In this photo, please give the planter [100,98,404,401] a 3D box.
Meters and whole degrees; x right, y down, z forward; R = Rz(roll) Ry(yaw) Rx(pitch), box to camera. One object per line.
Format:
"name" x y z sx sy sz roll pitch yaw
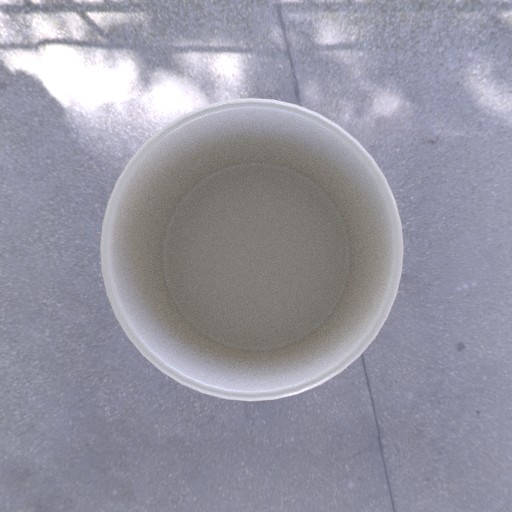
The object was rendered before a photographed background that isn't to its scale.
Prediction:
"planter" 0.000 0.000 0.408 0.199 0.268 0.199 0 88 1
